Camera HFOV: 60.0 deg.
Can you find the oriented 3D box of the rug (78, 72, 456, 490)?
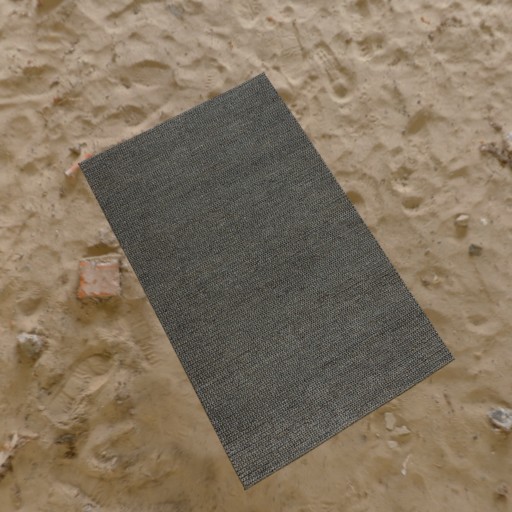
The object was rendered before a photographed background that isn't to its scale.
[{"bbox_3d":[0.000,0.000,2.983,1.538,0.021,2.443,-29,77,-7],"label":"rug"}]
